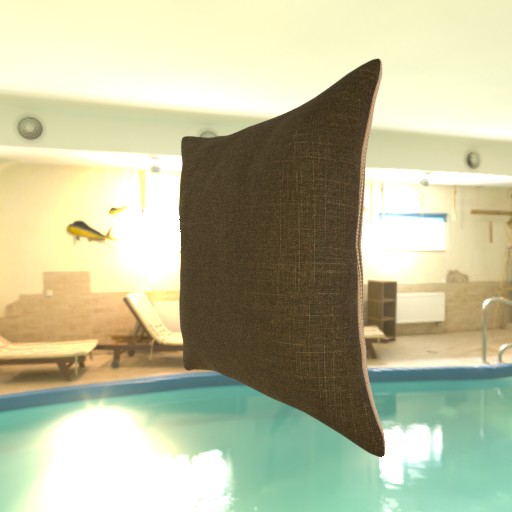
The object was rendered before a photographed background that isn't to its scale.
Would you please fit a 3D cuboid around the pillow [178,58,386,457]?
[{"bbox_3d":[0.000,0.000,0.665,0.138,0.444,0.468,-1,1,-36],"label":"pillow"}]
